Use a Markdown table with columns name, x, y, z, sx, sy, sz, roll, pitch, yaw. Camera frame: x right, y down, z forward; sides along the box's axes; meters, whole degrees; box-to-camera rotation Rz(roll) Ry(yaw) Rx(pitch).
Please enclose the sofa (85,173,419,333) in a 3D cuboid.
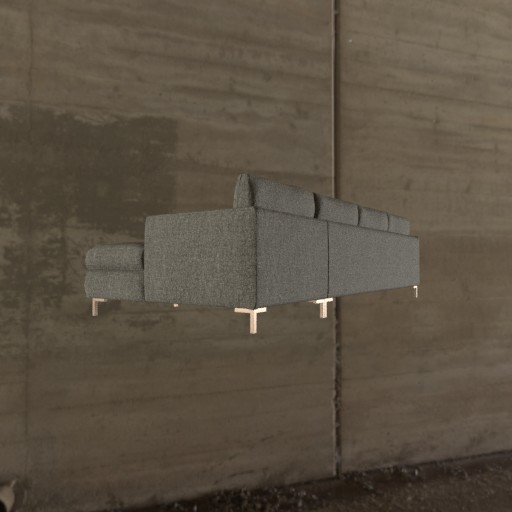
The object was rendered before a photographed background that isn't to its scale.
| name | x | y | z | sx | sy | sz | roll | pitch | yaw |
| --- | --- | --- | --- | --- | --- | --- | --- | --- | --- |
| sofa | 0.000 | 0.000 | 3.597 | 1.879 | 0.756 | 2.737 | -1 | -1 | 35 |
